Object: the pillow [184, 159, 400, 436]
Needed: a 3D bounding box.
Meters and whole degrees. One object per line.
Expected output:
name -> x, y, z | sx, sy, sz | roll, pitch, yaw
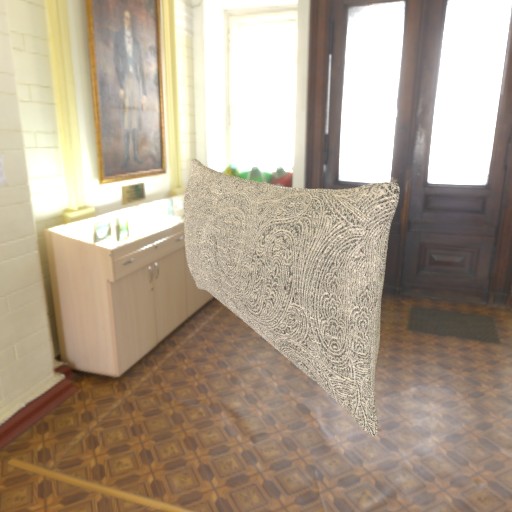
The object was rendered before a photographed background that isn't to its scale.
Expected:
pillow -> 0.000, 0.000, 0.737 | 0.151, 0.295, 0.615 | -7, 17, -26
